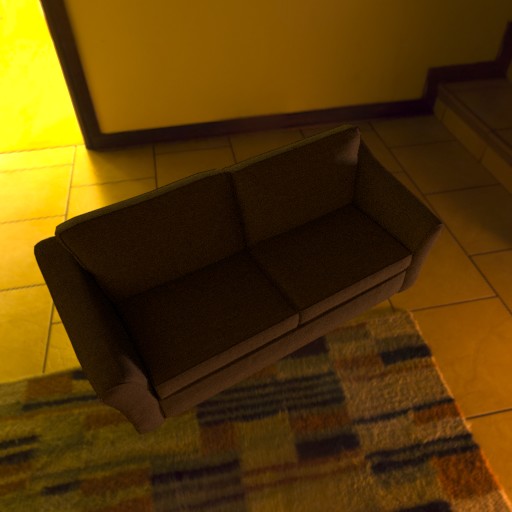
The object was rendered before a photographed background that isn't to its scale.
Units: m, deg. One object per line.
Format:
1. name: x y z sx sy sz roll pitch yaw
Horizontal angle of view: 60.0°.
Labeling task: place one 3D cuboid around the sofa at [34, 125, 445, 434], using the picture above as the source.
1. sofa: 0.000 0.000 2.709 2.270 0.950 0.971 -24 51 -21
